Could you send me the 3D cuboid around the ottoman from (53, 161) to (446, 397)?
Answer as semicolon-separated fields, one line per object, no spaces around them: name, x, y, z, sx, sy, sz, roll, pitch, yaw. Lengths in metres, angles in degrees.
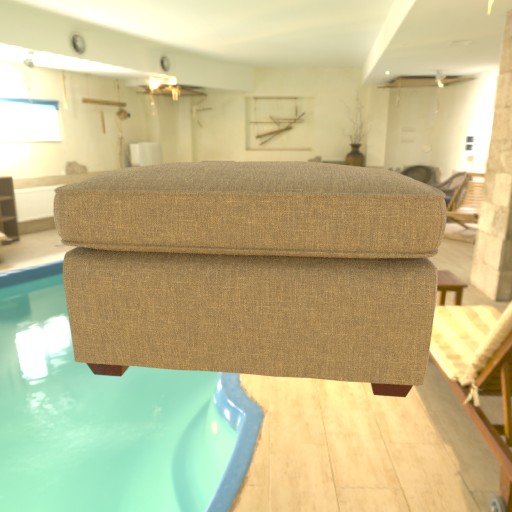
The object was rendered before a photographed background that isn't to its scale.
ottoman;0.000;0.000;1.103;0.762;0.457;0.559;2;15;7
